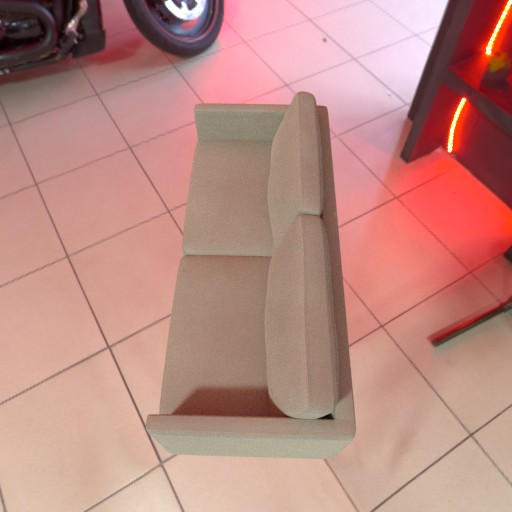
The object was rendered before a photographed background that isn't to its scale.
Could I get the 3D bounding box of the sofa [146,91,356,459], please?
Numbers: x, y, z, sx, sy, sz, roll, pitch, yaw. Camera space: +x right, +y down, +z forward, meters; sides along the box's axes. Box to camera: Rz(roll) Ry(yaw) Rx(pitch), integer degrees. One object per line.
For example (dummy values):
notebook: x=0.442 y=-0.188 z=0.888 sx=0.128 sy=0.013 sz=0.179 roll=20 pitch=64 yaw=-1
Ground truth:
sofa: x=0.000 y=0.000 z=2.703 sx=0.948 sy=0.932 sz=2.181 roll=1 pitch=58 yaw=1
